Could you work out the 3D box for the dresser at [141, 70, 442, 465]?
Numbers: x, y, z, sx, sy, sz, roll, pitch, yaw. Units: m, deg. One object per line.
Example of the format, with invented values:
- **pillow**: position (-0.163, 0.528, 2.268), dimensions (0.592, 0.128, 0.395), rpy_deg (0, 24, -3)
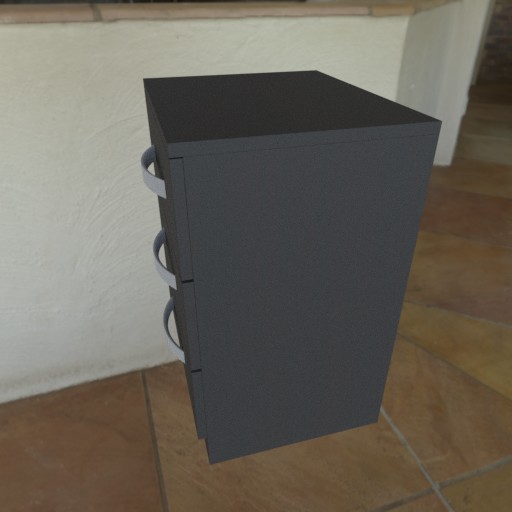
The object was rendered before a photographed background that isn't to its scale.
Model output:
- **dresser**: position (0.000, 0.000, 0.809), dimensions (0.360, 0.560, 0.400), rpy_deg (-8, 32, -13)
